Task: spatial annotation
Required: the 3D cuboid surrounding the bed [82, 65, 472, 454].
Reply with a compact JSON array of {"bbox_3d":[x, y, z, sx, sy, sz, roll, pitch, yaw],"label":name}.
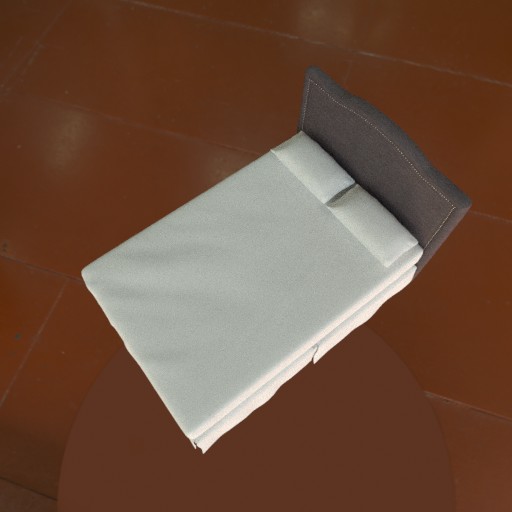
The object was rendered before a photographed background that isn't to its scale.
[{"bbox_3d":[0.000,0.000,3.545,2.507,1.441,1.741,-35,69,-15],"label":"bed"}]
